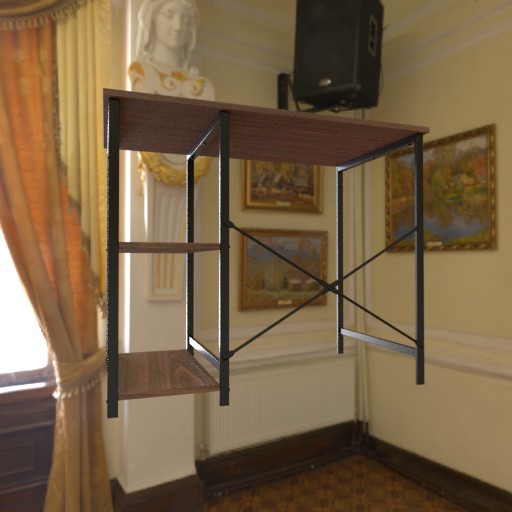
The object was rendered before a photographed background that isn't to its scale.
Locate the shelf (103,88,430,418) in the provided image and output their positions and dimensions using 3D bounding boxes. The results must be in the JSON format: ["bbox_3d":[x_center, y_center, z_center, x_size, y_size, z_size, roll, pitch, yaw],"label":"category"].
[{"bbox_3d":[0.000,0.000,1.378,0.902,0.750,0.498,0,-1,-19],"label":"shelf"}]
